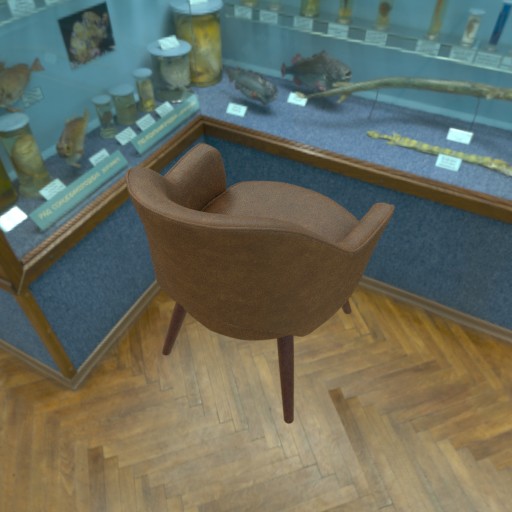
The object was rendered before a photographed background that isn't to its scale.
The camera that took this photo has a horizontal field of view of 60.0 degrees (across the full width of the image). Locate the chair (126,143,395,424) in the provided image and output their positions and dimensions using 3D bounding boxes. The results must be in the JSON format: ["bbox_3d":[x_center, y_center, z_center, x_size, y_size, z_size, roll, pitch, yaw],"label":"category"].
[{"bbox_3d":[0.000,0.000,1.212,0.591,0.777,0.640,23,50,20],"label":"chair"}]
